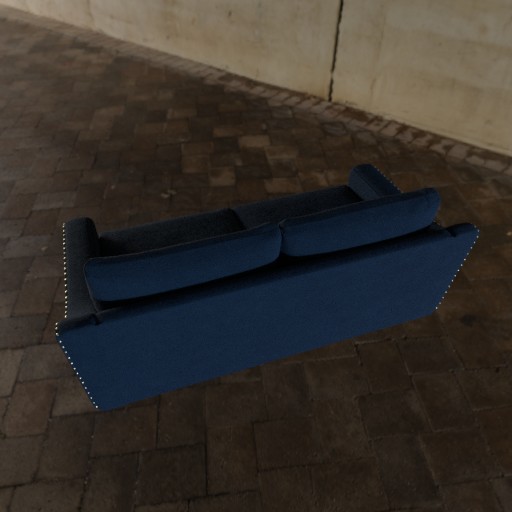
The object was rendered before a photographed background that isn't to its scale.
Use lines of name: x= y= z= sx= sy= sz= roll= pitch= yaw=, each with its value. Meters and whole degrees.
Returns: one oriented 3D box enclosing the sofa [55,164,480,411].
sofa: x=0.000 y=0.000 z=2.656 sx=2.107 sy=0.983 sz=1.104 roll=-13 pitch=43 yaw=-14
